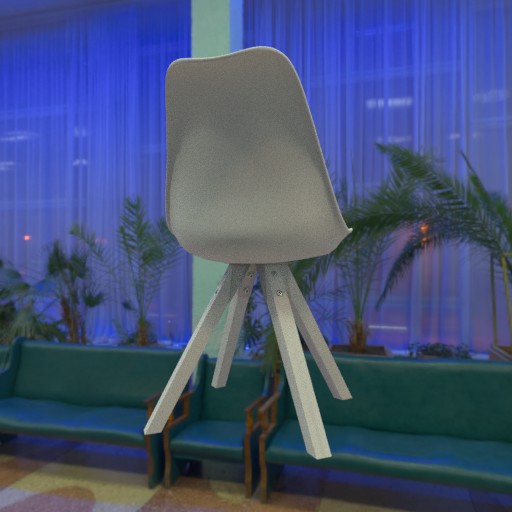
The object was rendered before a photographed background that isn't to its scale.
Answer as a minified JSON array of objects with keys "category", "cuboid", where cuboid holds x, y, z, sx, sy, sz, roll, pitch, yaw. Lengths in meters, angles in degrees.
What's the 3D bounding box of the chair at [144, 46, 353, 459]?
[{"category":"chair","cuboid":[0.000,0.000,1.172,0.485,0.850,0.550,0,0,18]}]
